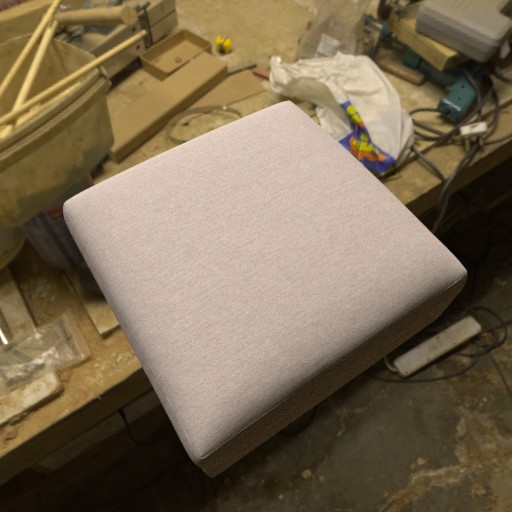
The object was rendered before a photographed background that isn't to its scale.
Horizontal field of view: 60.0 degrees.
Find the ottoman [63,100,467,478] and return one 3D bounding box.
[{"bbox_3d":[0.000,0.000,1.598,1.041,0.470,1.041,-29,63,-17],"label":"ottoman"}]
